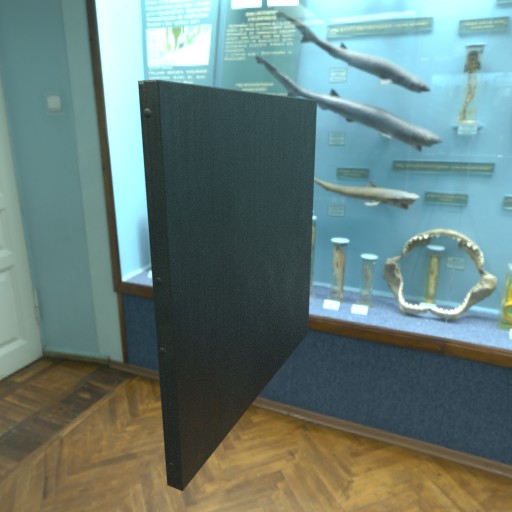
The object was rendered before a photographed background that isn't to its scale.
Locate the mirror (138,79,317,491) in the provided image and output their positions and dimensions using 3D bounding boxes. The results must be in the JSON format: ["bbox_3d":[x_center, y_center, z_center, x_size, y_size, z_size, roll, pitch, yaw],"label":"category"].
[{"bbox_3d":[0.000,0.000,0.552,0.020,0.381,0.382,8,19,24],"label":"mirror"}]
